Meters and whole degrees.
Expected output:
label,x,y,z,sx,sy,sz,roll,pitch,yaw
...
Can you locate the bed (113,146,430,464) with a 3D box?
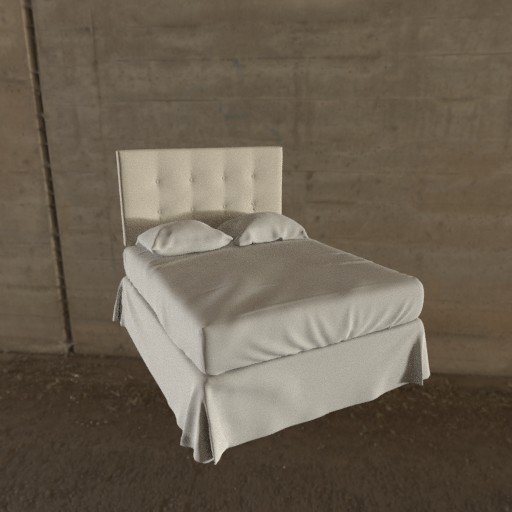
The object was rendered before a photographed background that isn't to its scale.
label,x,y,z,sx,sy,sz,roll,pitch,yaw
bed,0.000,0.000,3.493,1.936,1.577,2.222,-9,18,-27
